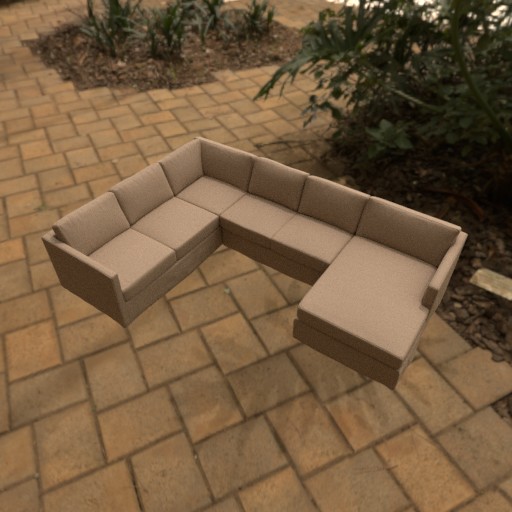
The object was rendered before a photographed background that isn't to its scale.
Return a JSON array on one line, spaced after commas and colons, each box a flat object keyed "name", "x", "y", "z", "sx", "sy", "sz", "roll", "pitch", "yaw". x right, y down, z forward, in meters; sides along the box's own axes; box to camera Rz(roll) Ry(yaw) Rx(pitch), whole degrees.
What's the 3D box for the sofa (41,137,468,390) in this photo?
[{"name": "sofa", "x": 0.000, "y": 0.000, "z": 4.498, "sx": 3.460, "sy": 0.882, "sz": 2.427, "roll": 25, "pitch": 48, "yaw": 25}]
